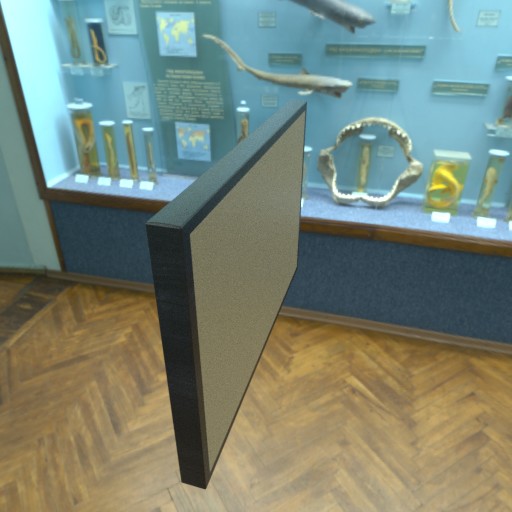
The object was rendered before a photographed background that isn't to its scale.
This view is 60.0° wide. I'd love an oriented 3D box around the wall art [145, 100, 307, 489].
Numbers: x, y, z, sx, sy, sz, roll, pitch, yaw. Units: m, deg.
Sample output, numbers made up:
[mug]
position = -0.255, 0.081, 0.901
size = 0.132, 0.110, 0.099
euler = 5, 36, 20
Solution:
[wall art]
position = 0.000, 0.000, 0.770
size = 0.038, 0.409, 0.610
euler = 9, 31, 14
